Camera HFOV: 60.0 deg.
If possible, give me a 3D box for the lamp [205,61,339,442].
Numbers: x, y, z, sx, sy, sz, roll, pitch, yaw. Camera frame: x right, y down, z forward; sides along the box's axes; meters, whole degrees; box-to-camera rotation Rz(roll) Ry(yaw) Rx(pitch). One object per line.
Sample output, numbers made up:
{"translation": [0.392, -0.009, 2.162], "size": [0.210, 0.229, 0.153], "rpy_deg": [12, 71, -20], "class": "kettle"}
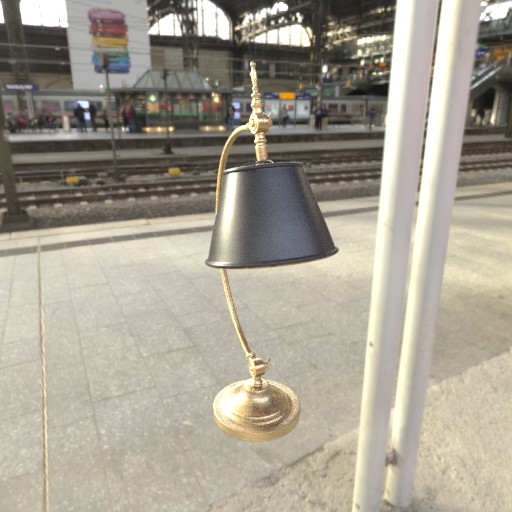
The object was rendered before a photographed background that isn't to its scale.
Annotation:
{"translation": [0.000, 0.000, 0.834], "size": [0.235, 0.675, 0.344], "rpy_deg": [-9, 20, -26], "class": "lamp"}
